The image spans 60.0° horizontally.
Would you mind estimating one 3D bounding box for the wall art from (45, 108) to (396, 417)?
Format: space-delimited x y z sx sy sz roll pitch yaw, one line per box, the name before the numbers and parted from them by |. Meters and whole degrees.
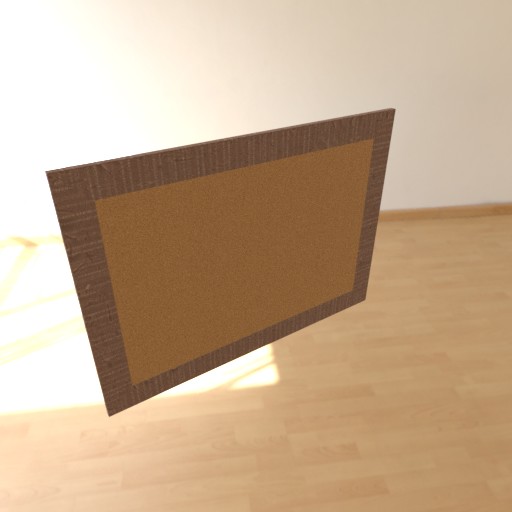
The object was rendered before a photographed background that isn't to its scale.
wall art | 0.000 0.000 1.374 1.056 0.761 0.020 -19 36 -28
